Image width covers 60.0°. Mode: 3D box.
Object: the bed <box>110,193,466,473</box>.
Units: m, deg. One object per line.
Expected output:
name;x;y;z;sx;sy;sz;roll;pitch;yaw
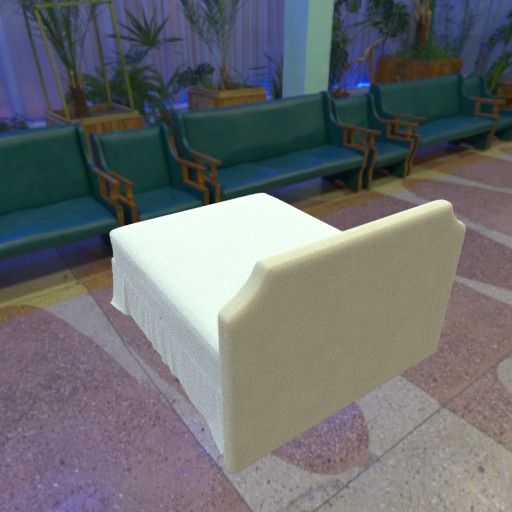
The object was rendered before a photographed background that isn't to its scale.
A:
bed;0.000;0.000;3.400;1.827;1.296;2.209;-18;34;-30
